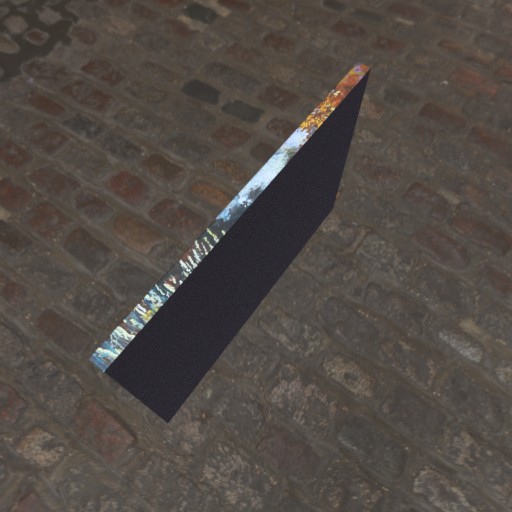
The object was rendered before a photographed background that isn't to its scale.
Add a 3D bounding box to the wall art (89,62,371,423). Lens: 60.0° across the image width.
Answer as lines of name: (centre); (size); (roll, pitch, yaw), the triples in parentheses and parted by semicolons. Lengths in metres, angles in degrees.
wall art: (0.000, 0.000, 1.175); (0.037, 0.604, 0.908); (32, 66, 16)
